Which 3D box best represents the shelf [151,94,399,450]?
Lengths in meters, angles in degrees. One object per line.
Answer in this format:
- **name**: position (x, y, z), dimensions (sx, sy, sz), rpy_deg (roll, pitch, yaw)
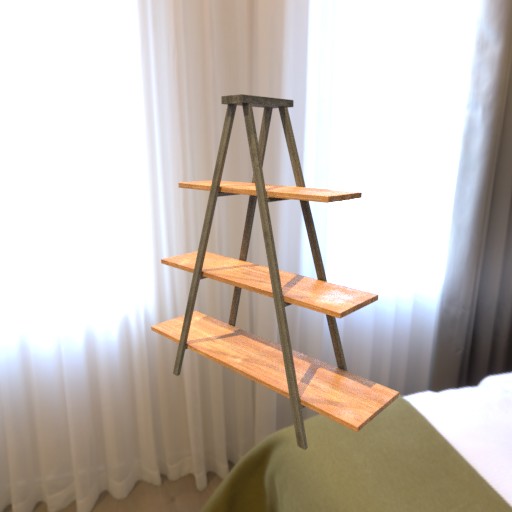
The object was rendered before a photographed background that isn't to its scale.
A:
- **shelf**: position (0.000, 0.000, 2.684), dimensions (1.746, 1.808, 0.508), rpy_deg (13, 19, 42)
